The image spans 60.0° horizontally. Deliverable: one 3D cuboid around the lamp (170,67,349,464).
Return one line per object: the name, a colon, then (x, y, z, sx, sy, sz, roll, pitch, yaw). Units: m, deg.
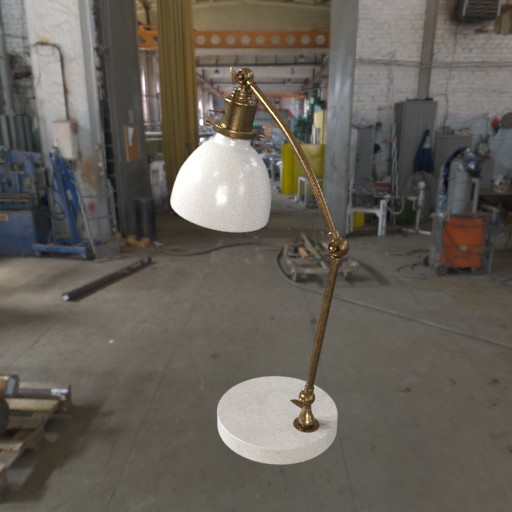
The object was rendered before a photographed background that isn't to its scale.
lamp: (0.000, 0.000, 0.657, 0.186, 0.522, 0.317, -15, 21, -42)
